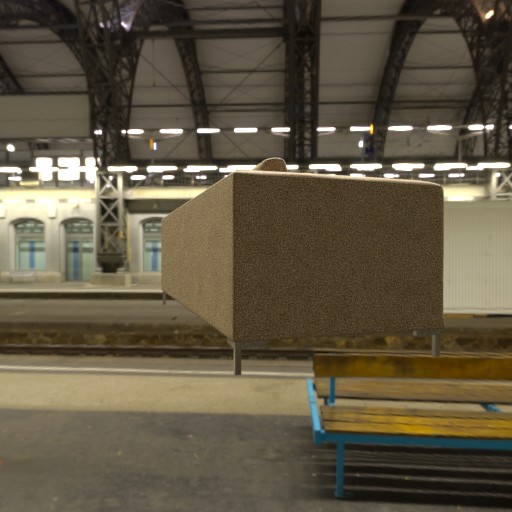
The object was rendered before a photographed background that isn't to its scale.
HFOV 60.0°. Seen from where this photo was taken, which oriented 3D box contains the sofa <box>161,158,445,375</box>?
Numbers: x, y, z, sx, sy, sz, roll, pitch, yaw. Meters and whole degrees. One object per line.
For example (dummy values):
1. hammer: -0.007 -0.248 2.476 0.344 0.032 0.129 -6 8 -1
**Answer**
1. sofa: 0.000 0.000 2.917 0.969 0.867 2.415 0 0 -18
